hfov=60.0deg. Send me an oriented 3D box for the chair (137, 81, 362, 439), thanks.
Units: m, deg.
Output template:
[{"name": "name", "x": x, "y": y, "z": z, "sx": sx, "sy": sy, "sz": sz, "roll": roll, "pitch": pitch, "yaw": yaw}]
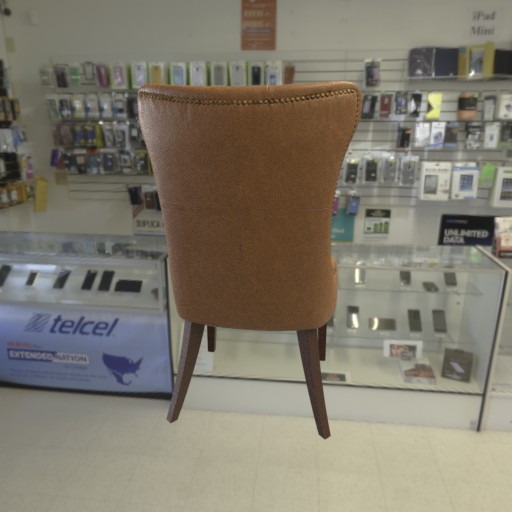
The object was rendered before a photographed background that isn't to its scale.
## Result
[{"name": "chair", "x": 0.000, "y": 0.000, "z": 1.501, "sx": 0.611, "sy": 1.065, "sz": 0.669, "roll": 3, "pitch": 17, "yaw": 9}]
